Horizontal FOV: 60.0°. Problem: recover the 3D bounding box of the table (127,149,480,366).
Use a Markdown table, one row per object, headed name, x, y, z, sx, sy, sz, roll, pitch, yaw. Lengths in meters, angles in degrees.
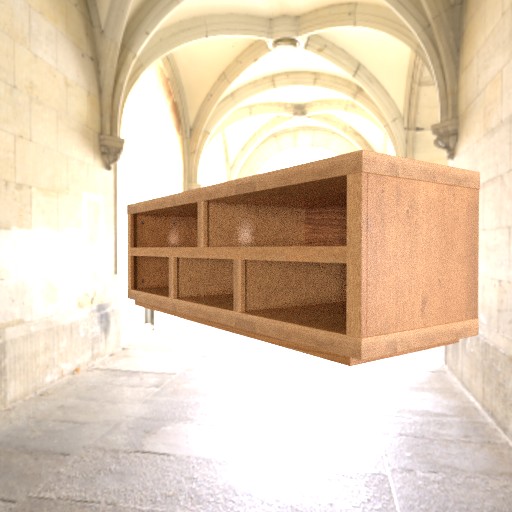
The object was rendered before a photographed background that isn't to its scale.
| name | x | y | z | sx | sy | sz | roll | pitch | yaw |
| --- | --- | --- | --- | --- | --- | --- | --- | --- | --- |
| table | 0.000 | 0.000 | 1.728 | 0.499 | 0.491 | 1.499 | -1 | 1 | -36 |
